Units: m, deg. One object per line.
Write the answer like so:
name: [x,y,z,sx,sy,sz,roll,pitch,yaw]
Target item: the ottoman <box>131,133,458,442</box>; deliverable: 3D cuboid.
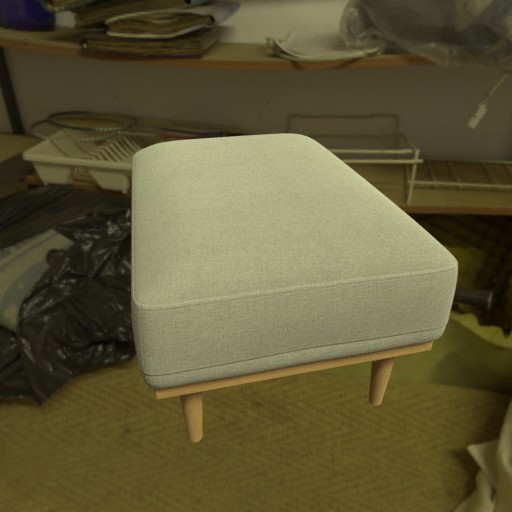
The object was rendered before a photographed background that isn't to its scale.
ottoman: [0.000,0.000,1.057,0.549,0.428,0.749,-7,32,-11]
